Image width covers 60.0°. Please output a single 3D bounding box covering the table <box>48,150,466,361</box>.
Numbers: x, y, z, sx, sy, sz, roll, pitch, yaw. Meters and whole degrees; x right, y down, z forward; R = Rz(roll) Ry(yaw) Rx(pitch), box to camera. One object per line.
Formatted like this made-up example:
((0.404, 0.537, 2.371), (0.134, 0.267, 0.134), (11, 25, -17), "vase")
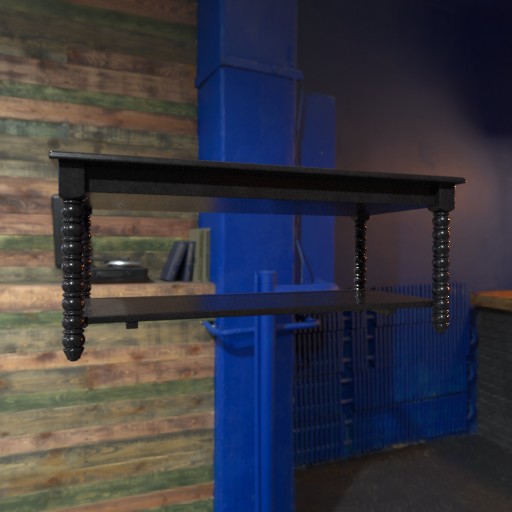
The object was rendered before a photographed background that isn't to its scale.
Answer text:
((0.000, 0.000, 1.447), (1.171, 0.487, 0.580), (0, 1, -19), "table")
